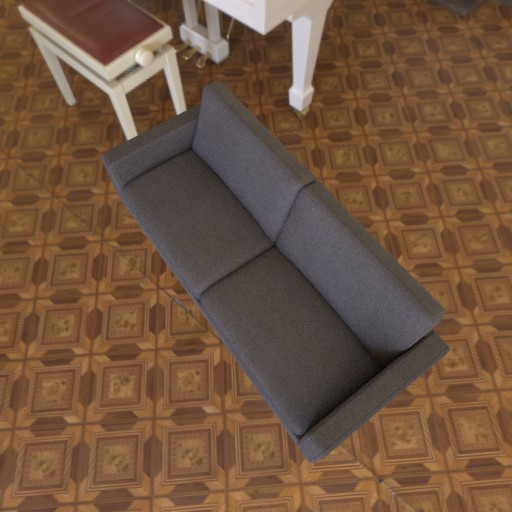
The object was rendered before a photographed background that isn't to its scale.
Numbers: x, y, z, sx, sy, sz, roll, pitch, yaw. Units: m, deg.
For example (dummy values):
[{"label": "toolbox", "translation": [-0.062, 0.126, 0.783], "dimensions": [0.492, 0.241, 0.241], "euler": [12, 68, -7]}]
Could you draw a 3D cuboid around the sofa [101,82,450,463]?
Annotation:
[{"label": "sofa", "translation": [0.000, 0.000, 2.364], "dimensions": [0.774, 0.828, 1.925], "euler": [-33, 67, -16]}]
